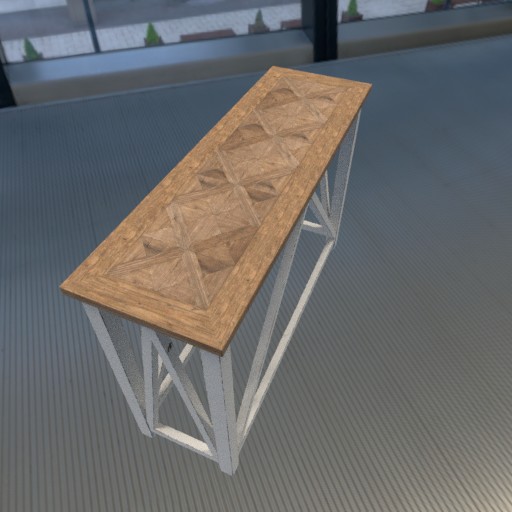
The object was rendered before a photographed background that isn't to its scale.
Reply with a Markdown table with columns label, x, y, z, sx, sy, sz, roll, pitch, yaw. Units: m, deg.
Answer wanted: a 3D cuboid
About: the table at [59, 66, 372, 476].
| label | x | y | z | sx | sy | sz | roll | pitch | yaw |
| --- | --- | --- | --- | --- | --- | --- | --- | --- | --- |
| table | 0.000 | 0.000 | 1.810 | 0.450 | 0.930 | 1.400 | 18 | 49 | 16 |
